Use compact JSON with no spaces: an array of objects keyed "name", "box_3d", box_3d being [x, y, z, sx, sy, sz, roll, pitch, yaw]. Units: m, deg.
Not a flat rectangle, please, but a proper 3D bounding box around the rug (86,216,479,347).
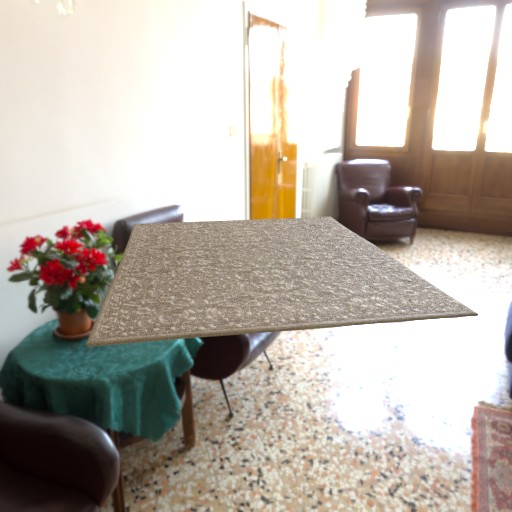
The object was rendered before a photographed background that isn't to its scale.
[{"name":"rug","box_3d":[0.000,0.000,4.125,2.472,0.035,3.017,-3,18,-9]}]
